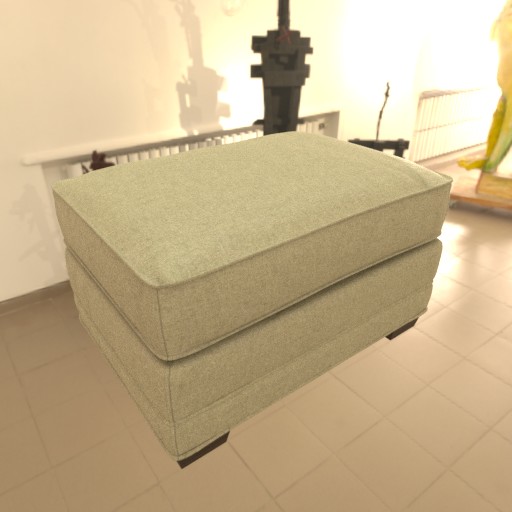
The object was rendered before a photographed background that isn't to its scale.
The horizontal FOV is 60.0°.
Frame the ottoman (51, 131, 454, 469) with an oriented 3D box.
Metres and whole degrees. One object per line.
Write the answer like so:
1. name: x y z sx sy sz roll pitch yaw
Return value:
1. ottoman: 0.000 0.000 1.181 0.848 0.508 0.611 -20 35 -31
